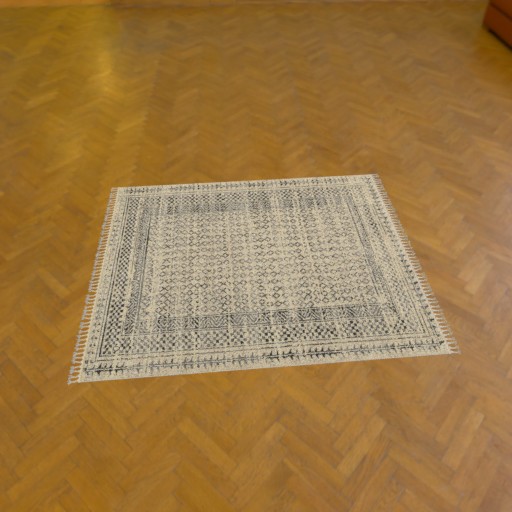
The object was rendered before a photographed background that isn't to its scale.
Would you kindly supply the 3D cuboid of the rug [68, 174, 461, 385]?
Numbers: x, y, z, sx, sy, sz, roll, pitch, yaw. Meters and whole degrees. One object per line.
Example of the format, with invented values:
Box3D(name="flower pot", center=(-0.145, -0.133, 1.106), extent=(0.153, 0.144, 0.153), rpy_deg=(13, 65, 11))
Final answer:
Box3D(name="rug", center=(0.000, 0.000, 4.048), extent=(2.940, 0.013, 2.312), rpy_deg=(-4, 46, -3))
